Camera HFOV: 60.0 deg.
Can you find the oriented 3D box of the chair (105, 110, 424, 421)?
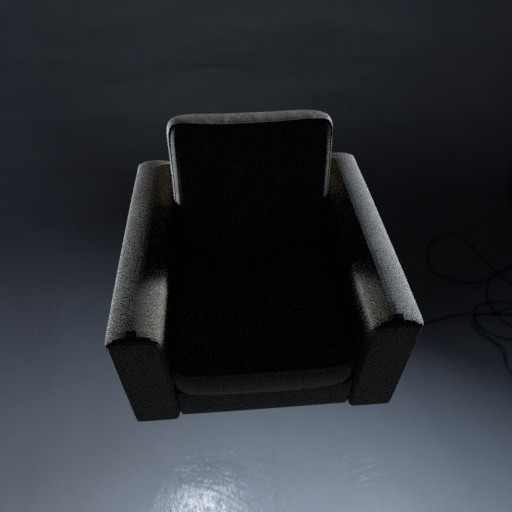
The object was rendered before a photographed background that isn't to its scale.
[{"bbox_3d":[0.000,0.000,1.776,1.005,0.873,1.016,-3,45,-3],"label":"chair"}]
